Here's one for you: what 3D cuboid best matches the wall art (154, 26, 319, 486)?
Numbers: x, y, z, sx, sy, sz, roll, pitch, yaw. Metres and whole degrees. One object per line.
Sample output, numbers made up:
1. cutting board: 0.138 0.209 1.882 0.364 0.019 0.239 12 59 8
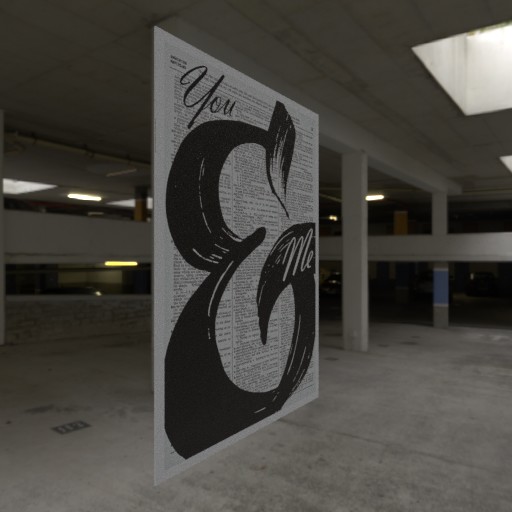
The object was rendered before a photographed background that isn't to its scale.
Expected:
1. wall art: 0.000 0.000 0.773 0.003 0.609 0.457 0 0 36
